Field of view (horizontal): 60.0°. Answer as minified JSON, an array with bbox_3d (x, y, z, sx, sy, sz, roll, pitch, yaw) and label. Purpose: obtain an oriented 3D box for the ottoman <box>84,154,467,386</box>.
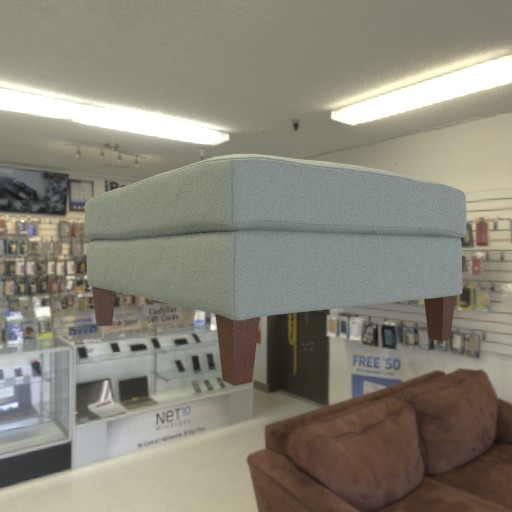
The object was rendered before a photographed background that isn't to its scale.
[{"bbox_3d":[0.000,0.000,1.445,0.842,0.494,0.991,0,1,-36],"label":"ottoman"}]
